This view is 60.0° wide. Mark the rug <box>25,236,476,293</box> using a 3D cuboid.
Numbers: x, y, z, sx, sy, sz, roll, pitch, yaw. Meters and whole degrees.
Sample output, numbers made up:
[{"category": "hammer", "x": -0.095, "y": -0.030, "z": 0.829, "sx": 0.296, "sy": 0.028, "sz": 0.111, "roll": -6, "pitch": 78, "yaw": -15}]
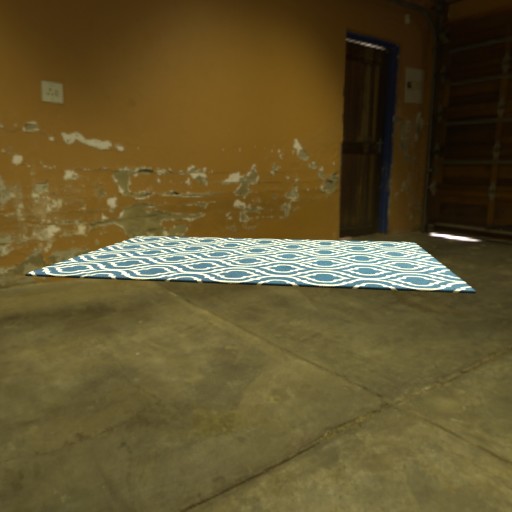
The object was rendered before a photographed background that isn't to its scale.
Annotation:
[{"category": "rug", "x": 0.000, "y": 0.000, "z": 2.245, "sx": 1.753, "sy": 0.010, "sz": 1.143, "roll": 2, "pitch": 11, "yaw": 9}]
